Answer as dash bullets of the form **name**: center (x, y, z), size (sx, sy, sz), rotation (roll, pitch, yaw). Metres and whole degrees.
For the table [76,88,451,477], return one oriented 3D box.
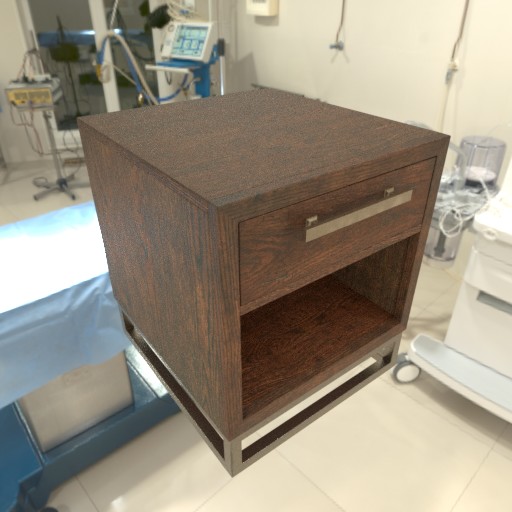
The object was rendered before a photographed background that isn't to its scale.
- **table**: center (0.000, 0.000, 1.006), size (0.506, 0.582, 0.566), rotation (-22, 38, -31)
